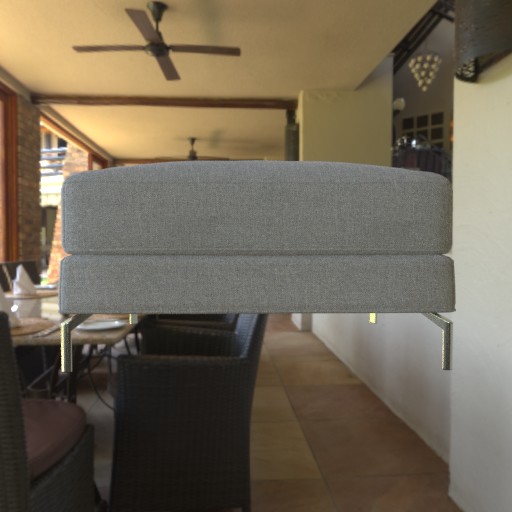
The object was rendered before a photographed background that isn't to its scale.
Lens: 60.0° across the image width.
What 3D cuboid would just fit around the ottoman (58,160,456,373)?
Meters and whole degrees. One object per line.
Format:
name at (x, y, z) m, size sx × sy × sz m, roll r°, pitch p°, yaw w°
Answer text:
ottoman at (0.000, 0.000, 1.180) m, size 0.838 × 0.457 × 0.584 m, roll 0°, pitch 2°, yaw -1°
